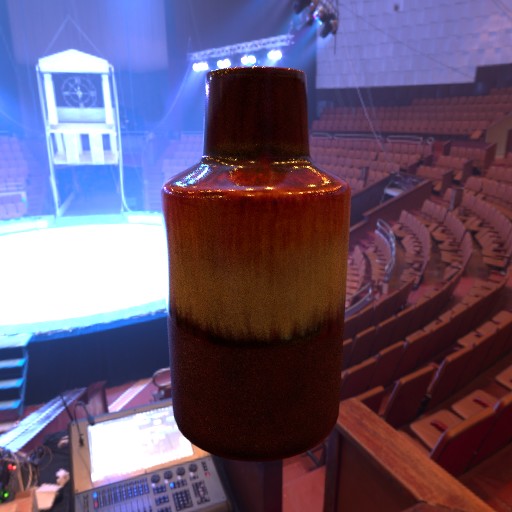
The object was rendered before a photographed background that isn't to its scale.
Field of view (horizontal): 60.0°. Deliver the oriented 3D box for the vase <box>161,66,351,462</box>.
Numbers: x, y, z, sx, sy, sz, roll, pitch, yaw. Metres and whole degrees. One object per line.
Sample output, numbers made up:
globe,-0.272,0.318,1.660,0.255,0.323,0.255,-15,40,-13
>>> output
vase,0.000,0.000,0.265,0.108,0.204,0.108,0,15,0
